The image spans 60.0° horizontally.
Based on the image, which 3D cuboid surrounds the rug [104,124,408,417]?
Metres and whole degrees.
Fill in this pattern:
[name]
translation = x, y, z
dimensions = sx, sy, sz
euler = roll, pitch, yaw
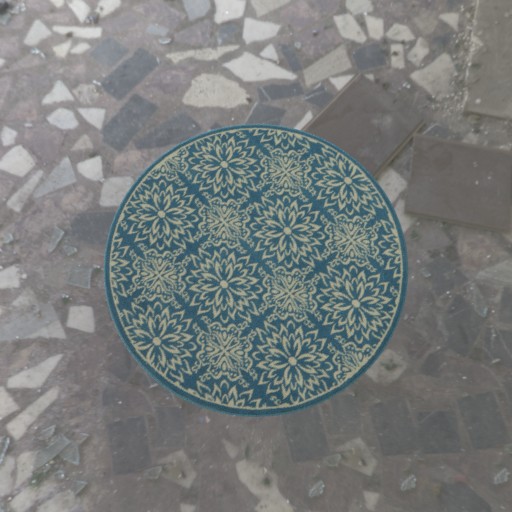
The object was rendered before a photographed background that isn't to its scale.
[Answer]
[rug]
translation = 0.000, 0.000, 2.329
dimensions = 1.593, 0.012, 1.593
euler = 0, 73, 0
